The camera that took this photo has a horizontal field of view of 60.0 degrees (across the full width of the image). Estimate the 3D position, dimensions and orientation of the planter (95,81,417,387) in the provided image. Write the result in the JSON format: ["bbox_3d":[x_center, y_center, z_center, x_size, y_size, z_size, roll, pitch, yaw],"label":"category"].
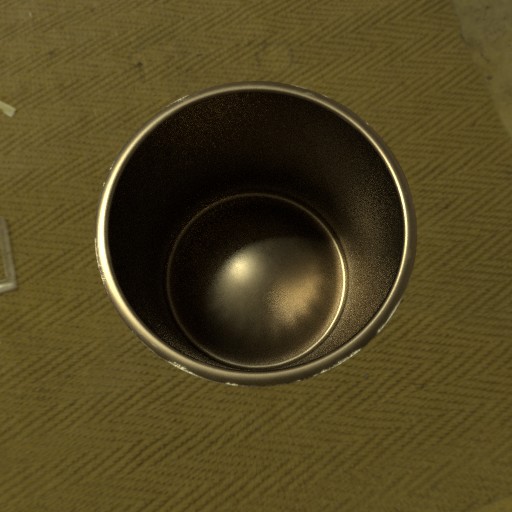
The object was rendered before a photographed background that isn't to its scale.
[{"bbox_3d":[0.000,0.000,0.447,0.254,0.221,0.254,0,75,0],"label":"planter"}]
